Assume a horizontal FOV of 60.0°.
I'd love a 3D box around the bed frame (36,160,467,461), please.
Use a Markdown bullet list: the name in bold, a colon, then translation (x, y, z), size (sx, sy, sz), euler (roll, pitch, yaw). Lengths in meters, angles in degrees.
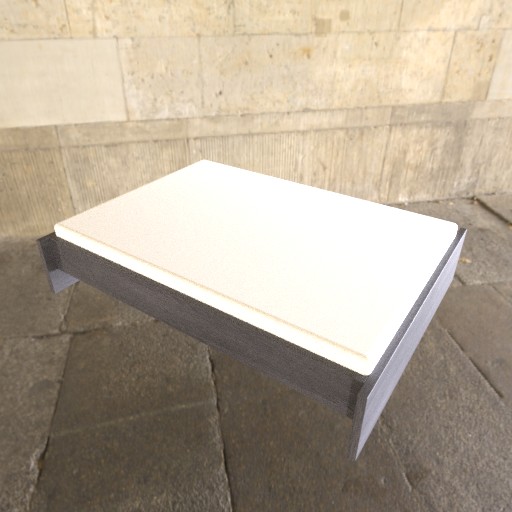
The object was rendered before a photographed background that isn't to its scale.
- **bed frame**: translation (0.000, 0.000, 2.595), size (1.950, 0.432, 1.490), euler (20, 37, 29)
